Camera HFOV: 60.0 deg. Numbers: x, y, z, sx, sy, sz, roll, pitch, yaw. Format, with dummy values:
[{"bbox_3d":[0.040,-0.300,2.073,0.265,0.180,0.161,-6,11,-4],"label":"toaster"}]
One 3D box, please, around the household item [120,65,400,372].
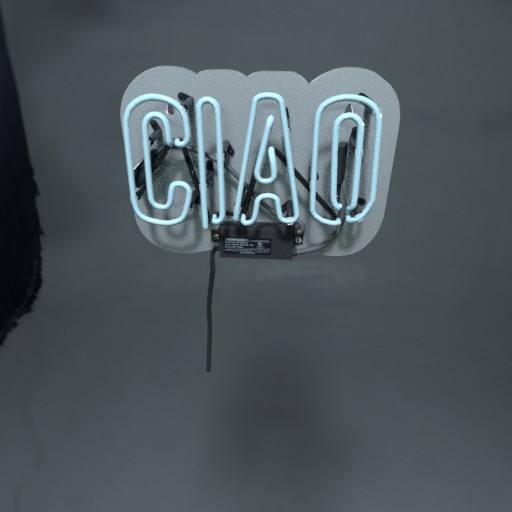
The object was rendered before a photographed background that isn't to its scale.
[{"bbox_3d":[0.000,0.000,0.377,0.211,0.294,0.042,2,31,3],"label":"household item"}]
